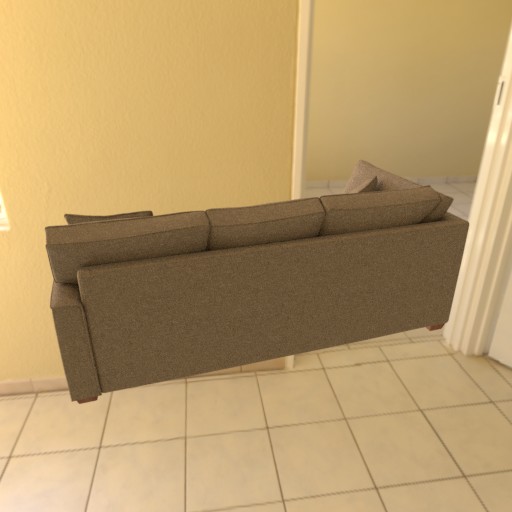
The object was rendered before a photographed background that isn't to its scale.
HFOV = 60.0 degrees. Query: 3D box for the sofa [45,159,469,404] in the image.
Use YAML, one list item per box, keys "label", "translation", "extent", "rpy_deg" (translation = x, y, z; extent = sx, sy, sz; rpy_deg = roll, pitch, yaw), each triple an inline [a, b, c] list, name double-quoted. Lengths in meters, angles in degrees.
- label: "sofa"
  translation: [0.000, 0.000, 2.829]
  extent: [2.317, 0.962, 1.061]
  rpy_deg: [-8, 27, -16]
